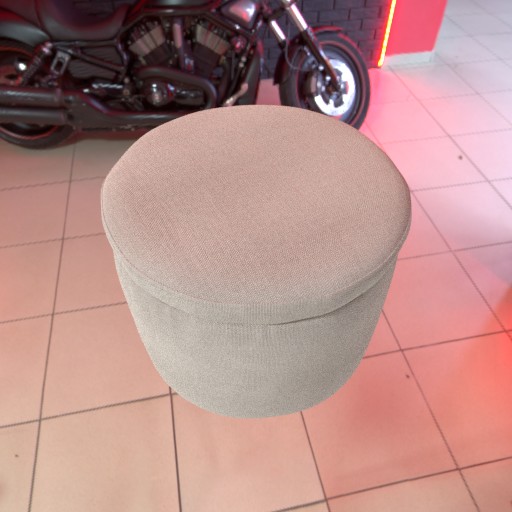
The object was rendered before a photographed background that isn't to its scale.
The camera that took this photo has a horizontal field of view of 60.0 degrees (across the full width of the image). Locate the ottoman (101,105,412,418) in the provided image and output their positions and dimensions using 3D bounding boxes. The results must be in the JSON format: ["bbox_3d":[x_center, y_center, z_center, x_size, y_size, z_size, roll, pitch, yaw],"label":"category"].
[{"bbox_3d":[0.000,0.000,0.843,0.497,0.409,0.497,0,48,0],"label":"ottoman"}]
